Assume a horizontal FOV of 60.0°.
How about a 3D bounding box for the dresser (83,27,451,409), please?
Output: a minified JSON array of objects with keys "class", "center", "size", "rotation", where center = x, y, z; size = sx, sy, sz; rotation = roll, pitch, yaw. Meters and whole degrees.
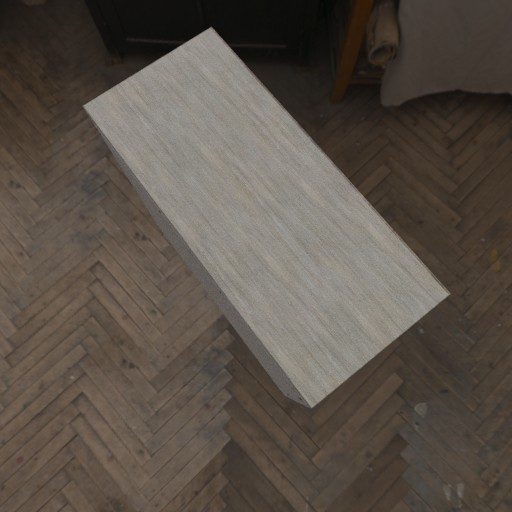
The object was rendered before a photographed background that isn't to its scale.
[{"class":"dresser","center":[0.000,0.000,1.758],"size":[0.457,1.219,1.016],"rotation":[-36,77,-10]}]
